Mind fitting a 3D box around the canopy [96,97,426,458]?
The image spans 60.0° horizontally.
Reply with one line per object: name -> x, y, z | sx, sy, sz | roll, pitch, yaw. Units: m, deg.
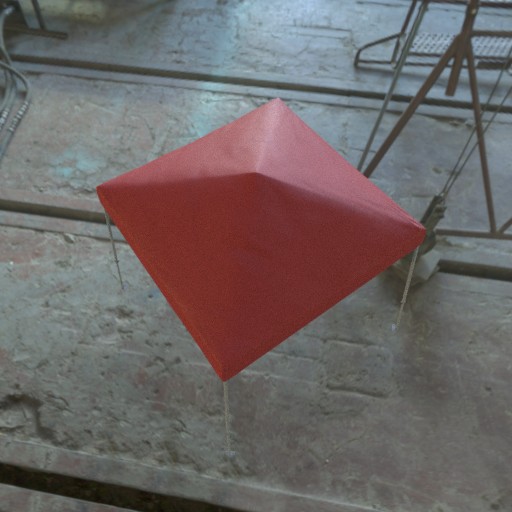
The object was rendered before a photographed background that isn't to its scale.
canopy -> 0.000, 0.000, 6.515 | 3.599, 3.600, 3.600 | -32, 64, -18
